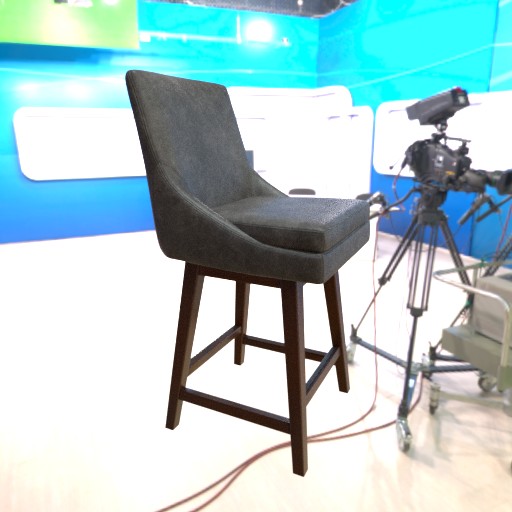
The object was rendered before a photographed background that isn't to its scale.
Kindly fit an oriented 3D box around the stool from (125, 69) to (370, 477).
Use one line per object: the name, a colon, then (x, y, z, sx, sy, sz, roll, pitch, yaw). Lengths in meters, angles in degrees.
stool: (0.000, 0.000, 1.353, 0.587, 1.046, 0.492, 8, 18, 25)
